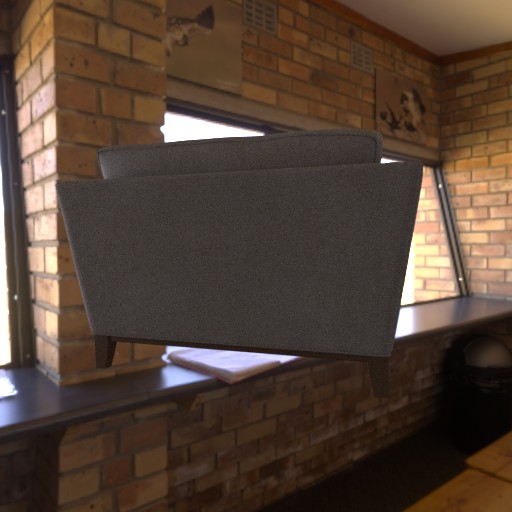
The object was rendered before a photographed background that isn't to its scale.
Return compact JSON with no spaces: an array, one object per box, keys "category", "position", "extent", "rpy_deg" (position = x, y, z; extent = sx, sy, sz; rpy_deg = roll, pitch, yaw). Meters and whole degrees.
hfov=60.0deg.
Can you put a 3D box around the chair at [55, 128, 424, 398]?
[{"category":"chair","position":[0.000,0.000,2.022],"extent":[1.396,0.942,0.965],"rpy_deg":[0,1,19]}]
